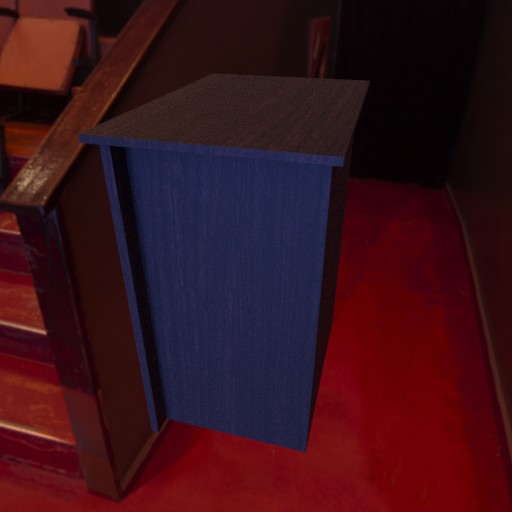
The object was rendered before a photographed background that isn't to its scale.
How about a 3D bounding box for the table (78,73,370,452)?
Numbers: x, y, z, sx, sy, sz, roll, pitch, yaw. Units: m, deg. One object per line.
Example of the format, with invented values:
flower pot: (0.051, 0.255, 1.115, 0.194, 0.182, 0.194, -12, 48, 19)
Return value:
table: (0.000, 0.000, 1.057, 0.406, 0.711, 0.591, 8, 32, 13)
